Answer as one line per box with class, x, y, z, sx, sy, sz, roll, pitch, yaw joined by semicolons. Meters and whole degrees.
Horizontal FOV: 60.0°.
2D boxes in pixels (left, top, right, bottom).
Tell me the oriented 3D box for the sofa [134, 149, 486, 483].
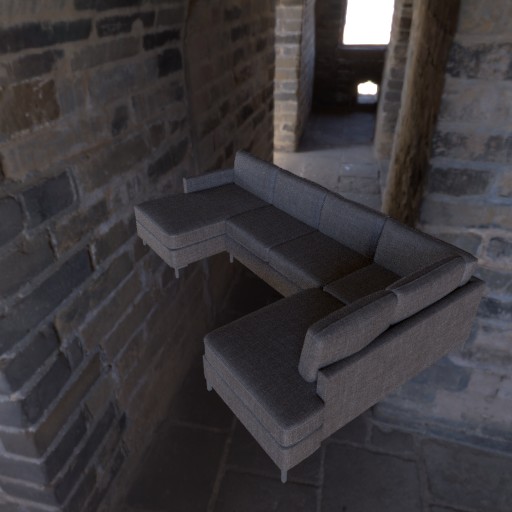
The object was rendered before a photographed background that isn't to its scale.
sofa;0.000;0.000;4.229;2.048;0.999;3.423;-21;37;-30
